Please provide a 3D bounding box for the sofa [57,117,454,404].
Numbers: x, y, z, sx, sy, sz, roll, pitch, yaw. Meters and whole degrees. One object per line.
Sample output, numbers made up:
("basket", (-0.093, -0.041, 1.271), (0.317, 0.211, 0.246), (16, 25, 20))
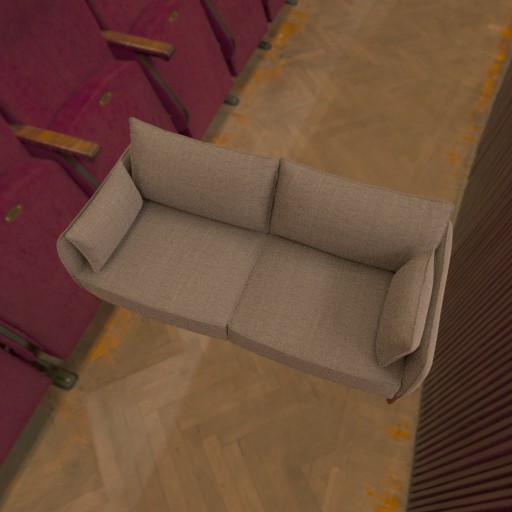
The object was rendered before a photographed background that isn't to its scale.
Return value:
("sofa", (0.000, 0.000, 2.481), (1.989, 0.851, 0.972), (17, 58, 11))
